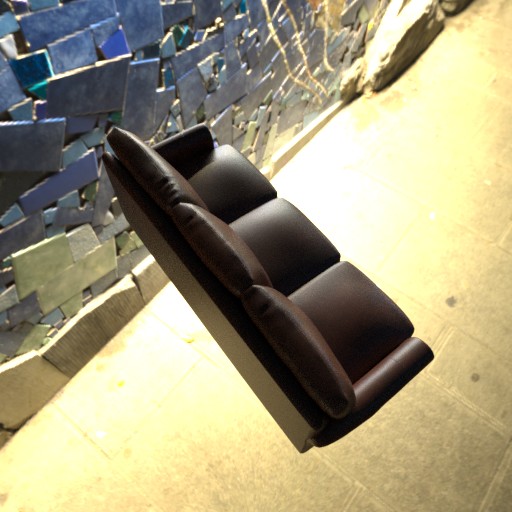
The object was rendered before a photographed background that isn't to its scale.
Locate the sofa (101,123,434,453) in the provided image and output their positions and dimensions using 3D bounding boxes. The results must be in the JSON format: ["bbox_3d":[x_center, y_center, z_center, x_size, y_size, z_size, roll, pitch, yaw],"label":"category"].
[{"bbox_3d":[0.000,0.000,2.883,0.973,0.977,2.351,-32,63,-19],"label":"sofa"}]
